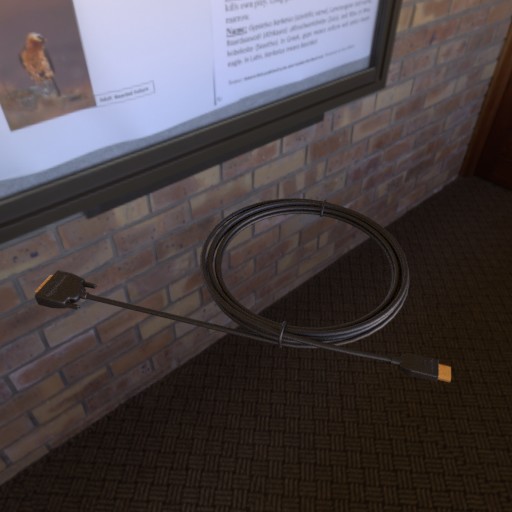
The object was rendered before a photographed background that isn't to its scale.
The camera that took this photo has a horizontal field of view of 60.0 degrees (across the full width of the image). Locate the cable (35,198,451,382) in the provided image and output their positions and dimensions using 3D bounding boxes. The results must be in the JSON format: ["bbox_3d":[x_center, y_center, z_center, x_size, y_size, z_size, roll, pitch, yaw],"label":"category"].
[{"bbox_3d":[0.000,0.000,0.513,0.422,0.030,0.257,11,43,13],"label":"cable"}]
